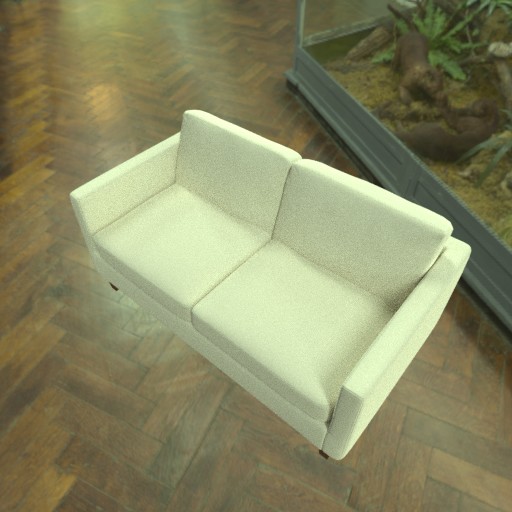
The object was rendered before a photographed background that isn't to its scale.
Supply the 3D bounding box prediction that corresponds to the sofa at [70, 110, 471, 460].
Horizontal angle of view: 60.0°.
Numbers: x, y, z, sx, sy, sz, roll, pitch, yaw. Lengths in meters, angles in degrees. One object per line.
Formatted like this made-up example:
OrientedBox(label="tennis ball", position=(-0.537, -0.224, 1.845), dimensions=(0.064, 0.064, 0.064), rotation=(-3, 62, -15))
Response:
OrientedBox(label="sofa", position=(0.000, 0.000, 2.225), dimensions=(1.702, 0.888, 0.964), rotation=(31, 54, 27))
